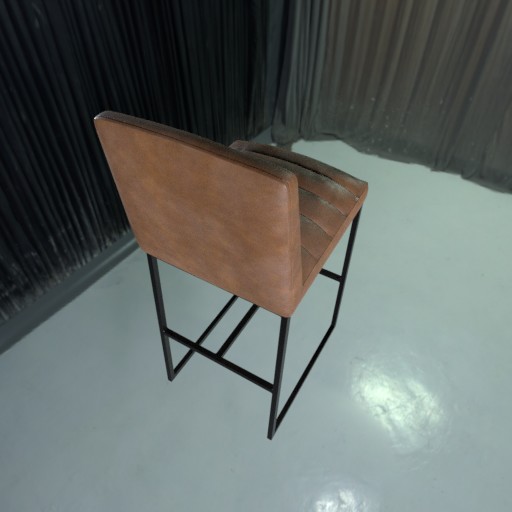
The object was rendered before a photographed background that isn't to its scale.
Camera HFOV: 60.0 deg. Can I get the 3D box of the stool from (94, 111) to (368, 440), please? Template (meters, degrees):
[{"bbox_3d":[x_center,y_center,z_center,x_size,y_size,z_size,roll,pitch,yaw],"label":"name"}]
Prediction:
[{"bbox_3d":[0.000,0.000,1.335,0.463,1.065,0.562,23,50,21],"label":"stool"}]
